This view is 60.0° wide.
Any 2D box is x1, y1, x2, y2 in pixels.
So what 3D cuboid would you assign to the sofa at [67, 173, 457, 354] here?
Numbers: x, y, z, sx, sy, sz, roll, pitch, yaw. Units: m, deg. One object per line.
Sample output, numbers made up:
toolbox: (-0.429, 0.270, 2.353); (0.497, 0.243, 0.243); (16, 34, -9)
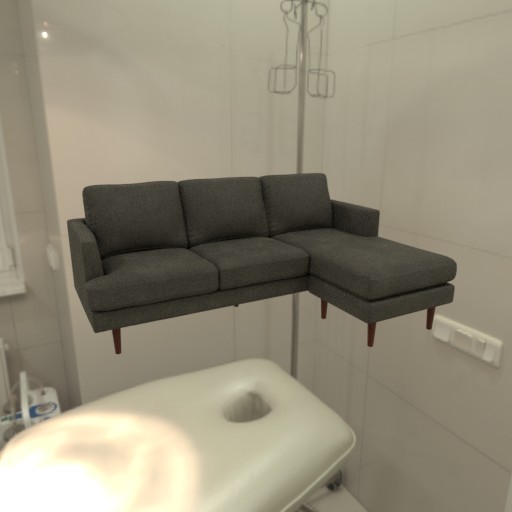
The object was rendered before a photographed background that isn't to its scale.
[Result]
sofa: (0.000, 0.000, 3.025); (2.233, 0.956, 1.504); (-8, 18, -27)
